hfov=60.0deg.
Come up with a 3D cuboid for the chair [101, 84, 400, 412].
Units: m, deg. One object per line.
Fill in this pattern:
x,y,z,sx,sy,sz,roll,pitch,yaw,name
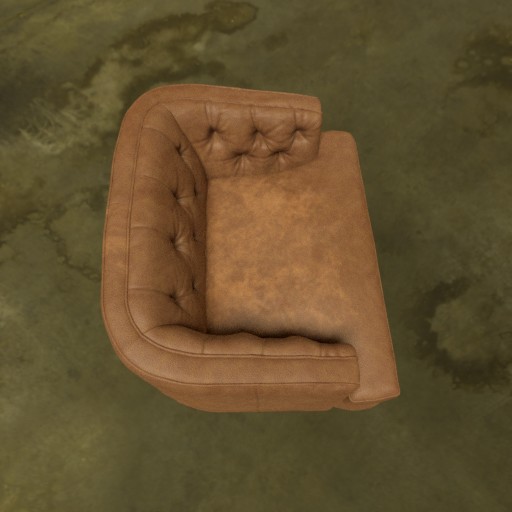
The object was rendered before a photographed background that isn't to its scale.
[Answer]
0.000,0.000,1.694,0.911,0.836,1.119,-2,64,-1,chair
